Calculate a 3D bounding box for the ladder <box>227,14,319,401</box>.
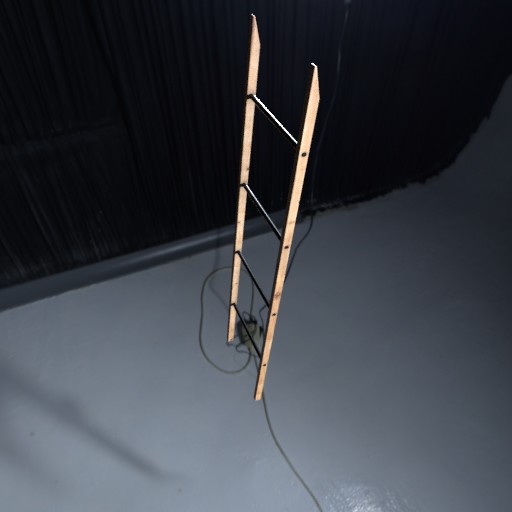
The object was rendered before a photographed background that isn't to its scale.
[{"bbox_3d":[0.000,0.000,1.942,0.200,1.805,0.442,-17,49,-16],"label":"ladder"}]
